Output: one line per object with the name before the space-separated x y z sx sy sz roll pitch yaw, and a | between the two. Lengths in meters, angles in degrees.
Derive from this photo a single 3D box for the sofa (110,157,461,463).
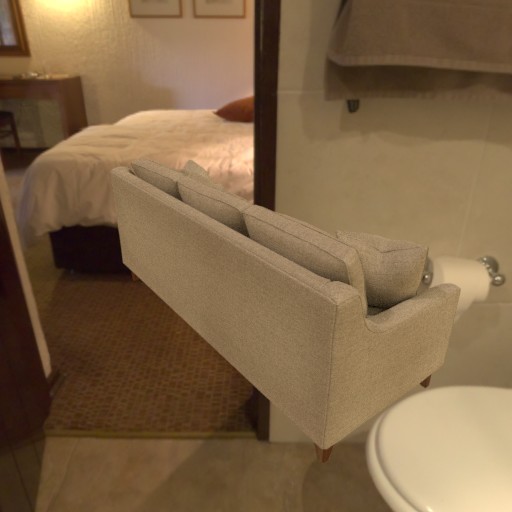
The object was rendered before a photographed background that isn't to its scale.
sofa | 0.000 0.000 2.523 0.865 0.914 2.031 -18 31 -33
